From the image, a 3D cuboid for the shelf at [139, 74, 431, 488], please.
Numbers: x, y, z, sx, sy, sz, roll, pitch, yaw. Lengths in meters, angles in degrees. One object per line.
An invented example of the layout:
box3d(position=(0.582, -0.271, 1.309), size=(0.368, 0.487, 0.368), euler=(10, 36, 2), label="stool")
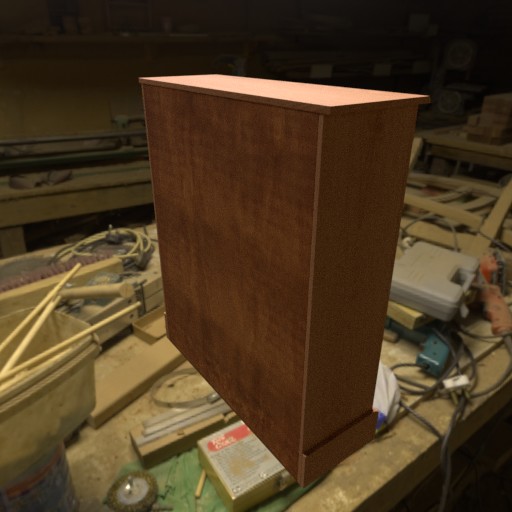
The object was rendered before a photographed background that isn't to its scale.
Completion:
box3d(position=(0.000, 0.000, 1.357), size=(0.291, 0.980, 0.840), euler=(-17, 31, -32), label="shelf")
